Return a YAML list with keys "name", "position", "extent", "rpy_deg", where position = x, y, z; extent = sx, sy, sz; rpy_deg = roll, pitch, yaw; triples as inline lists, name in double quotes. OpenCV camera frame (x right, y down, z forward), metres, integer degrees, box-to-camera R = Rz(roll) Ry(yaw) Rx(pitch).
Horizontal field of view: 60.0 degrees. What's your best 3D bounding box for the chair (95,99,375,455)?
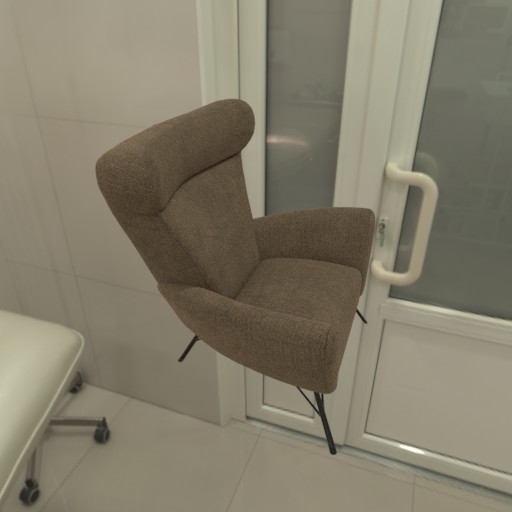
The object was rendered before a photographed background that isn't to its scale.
- name: "chair"
  position: [0.000, 0.000, 1.778]
  extent: [0.900, 1.040, 0.980]
  rpy_deg: [10, 32, 17]
